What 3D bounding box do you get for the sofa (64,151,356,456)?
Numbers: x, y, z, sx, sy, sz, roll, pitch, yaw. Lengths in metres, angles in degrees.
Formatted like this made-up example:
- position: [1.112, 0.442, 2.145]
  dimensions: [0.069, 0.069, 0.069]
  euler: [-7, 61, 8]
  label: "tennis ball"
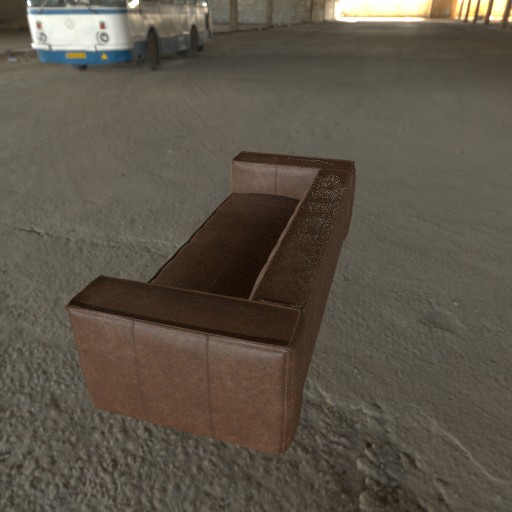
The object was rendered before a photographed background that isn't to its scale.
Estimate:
- position: [0.000, 0.000, 3.059]
  dimensions: [1.102, 0.701, 2.581]
  euler: [8, 30, 14]
  label: "sofa"
